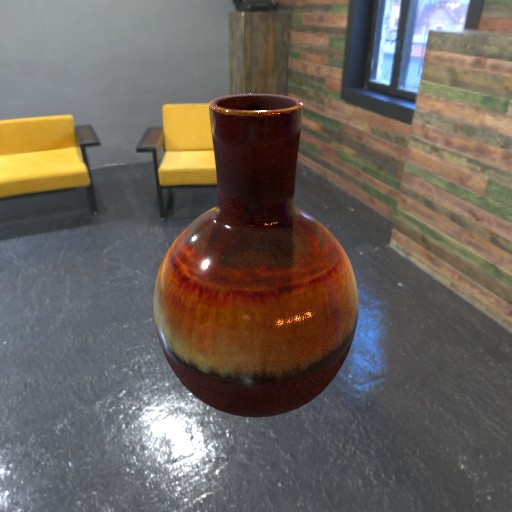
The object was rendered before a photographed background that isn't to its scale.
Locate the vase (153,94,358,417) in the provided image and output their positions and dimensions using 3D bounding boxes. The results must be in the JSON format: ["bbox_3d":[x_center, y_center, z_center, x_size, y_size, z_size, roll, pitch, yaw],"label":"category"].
[{"bbox_3d":[0.000,0.000,0.231,0.111,0.154,0.111,0,30,0],"label":"vase"}]
